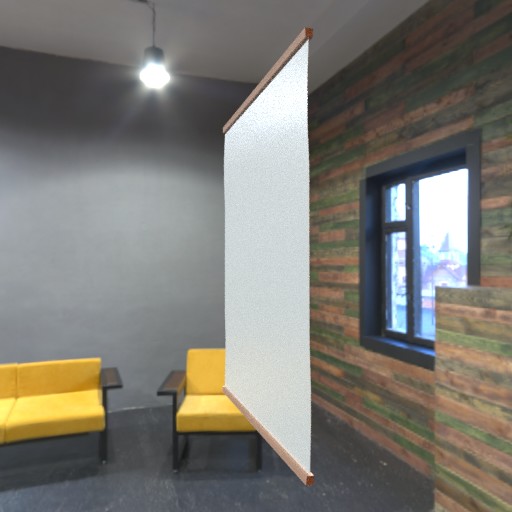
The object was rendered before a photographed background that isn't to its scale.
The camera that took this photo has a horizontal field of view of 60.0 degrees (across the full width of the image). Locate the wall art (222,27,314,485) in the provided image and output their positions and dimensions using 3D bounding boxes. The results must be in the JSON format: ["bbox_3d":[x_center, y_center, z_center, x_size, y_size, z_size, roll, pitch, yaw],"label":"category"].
[{"bbox_3d":[0.000,0.000,1.336,0.020,1.013,0.758,0,-1,-18],"label":"wall art"}]
